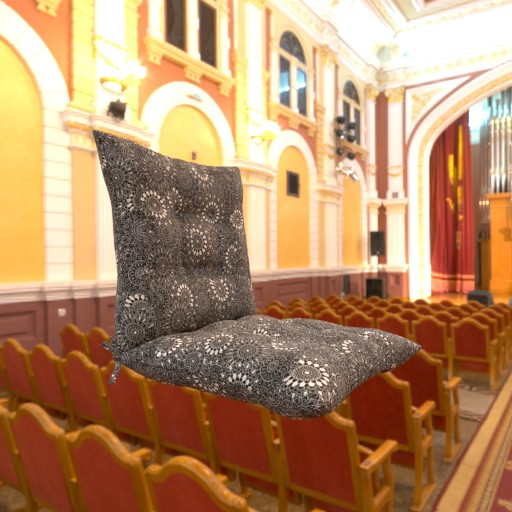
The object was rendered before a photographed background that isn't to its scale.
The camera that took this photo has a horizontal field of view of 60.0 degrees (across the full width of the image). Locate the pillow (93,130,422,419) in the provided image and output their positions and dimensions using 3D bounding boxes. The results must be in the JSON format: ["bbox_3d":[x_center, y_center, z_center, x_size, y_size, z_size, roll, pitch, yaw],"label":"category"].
[{"bbox_3d":[0.000,0.000,0.990,0.585,0.536,0.541,0,0,36],"label":"pillow"}]
